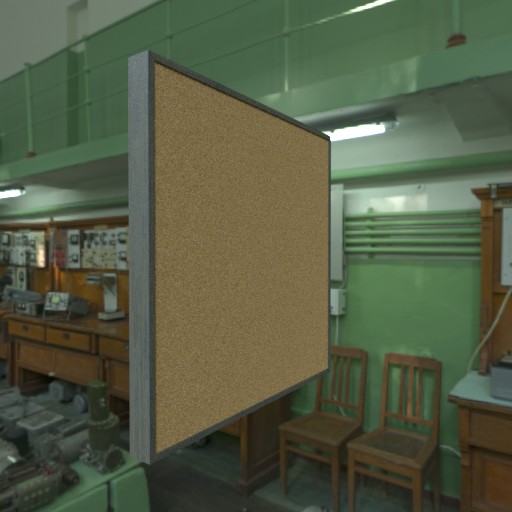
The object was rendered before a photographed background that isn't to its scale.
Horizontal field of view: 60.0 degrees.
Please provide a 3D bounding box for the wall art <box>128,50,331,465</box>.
[{"bbox_3d":[0.000,0.000,0.759,0.037,0.507,0.507,1,1,35],"label":"wall art"}]
